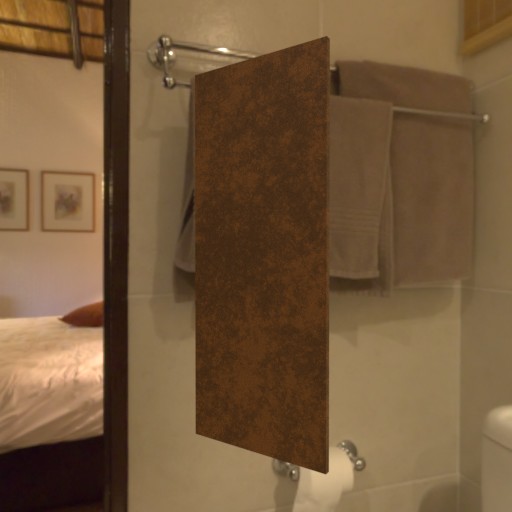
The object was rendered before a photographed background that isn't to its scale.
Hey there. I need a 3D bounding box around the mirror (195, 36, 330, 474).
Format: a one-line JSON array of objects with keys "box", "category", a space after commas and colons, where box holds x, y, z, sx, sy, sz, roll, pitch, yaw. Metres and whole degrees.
[{"box": [0.000, 0.000, 2.295, 0.812, 2.031, 0.032, 1, 1, 34], "category": "mirror"}]
